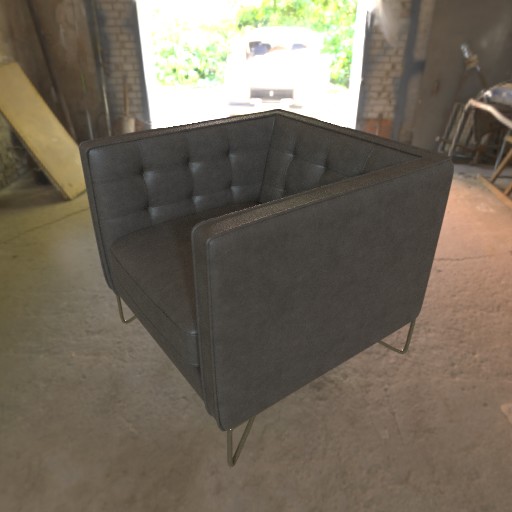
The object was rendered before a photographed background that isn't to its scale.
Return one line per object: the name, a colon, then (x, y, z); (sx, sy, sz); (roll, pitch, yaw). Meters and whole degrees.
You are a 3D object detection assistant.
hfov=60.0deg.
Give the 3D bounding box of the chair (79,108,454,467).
chair: (0.000, 0.000, 1.595); (0.894, 0.790, 0.880); (-20, 36, -31)
